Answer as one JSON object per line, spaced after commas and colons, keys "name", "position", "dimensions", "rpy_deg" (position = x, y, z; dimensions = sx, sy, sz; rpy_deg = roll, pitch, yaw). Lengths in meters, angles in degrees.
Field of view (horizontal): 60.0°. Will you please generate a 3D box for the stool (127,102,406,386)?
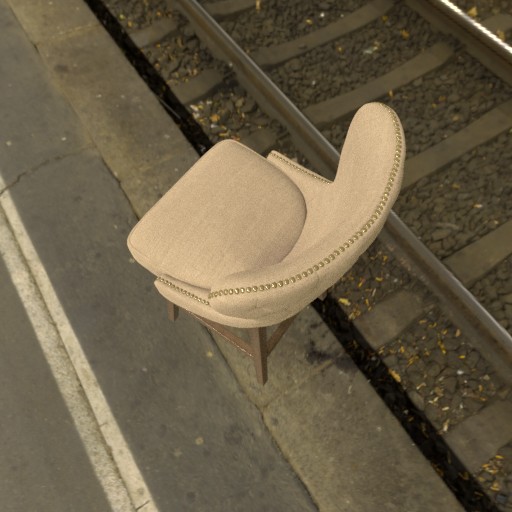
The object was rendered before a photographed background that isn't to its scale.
{"name": "stool", "position": [0.000, 0.000, 1.345], "dimensions": [0.597, 0.972, 0.615], "rpy_deg": [33, 67, 15]}
